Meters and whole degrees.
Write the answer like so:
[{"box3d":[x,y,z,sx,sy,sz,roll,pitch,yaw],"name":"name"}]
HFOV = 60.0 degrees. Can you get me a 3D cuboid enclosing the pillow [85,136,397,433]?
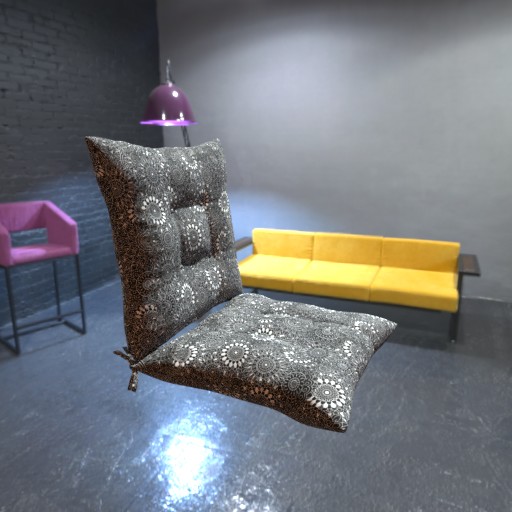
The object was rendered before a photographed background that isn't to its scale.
[{"box3d":[0.000,0.000,1.026,0.585,0.536,0.541,7,15,25],"name":"pillow"}]
